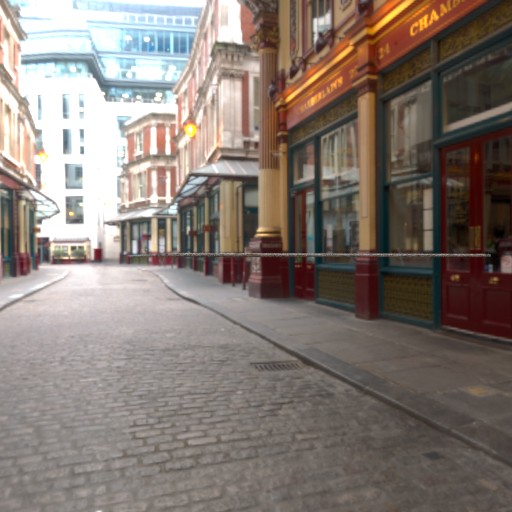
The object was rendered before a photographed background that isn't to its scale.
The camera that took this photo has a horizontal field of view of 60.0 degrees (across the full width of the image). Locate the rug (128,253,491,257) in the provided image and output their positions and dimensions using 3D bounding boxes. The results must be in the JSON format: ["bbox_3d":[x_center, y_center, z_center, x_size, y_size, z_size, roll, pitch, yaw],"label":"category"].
[{"bbox_3d":[0.000,0.000,4.740,2.393,0.019,3.824,0,0,-20],"label":"rug"}]
